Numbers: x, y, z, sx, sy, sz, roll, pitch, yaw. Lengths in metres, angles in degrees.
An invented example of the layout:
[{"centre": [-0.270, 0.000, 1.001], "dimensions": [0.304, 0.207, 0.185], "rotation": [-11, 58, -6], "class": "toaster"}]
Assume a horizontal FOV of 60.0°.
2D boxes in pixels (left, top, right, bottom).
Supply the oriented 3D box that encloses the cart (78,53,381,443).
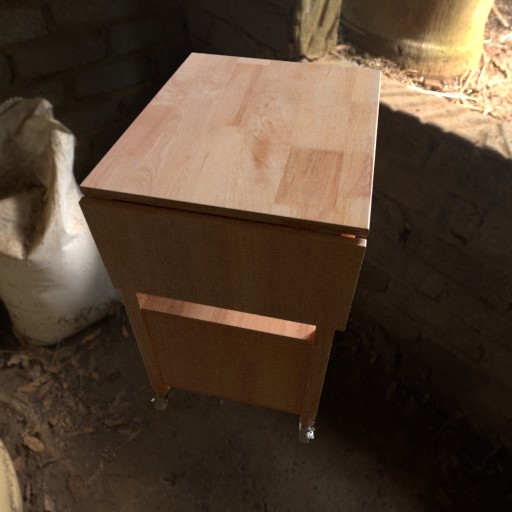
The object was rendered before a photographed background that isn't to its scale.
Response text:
[{"centre": [0.000, 0.000, 1.238], "dimensions": [0.508, 0.838, 0.640], "rotation": [9, 46, 9], "class": "cart"}]
